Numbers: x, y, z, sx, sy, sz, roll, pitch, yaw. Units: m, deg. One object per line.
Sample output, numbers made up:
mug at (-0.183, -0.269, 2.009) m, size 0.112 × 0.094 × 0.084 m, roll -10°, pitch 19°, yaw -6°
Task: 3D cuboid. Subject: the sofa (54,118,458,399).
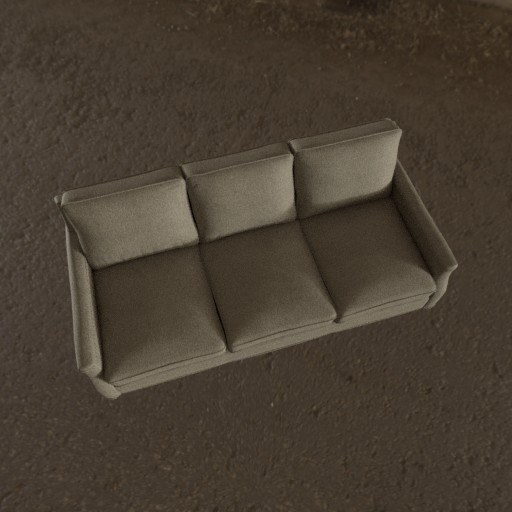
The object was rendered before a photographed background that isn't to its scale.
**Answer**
sofa at (0.000, 0.000, 2.801) m, size 2.246 × 1.003 × 1.084 m, roll -14°, pitch 63°, yaw -7°
